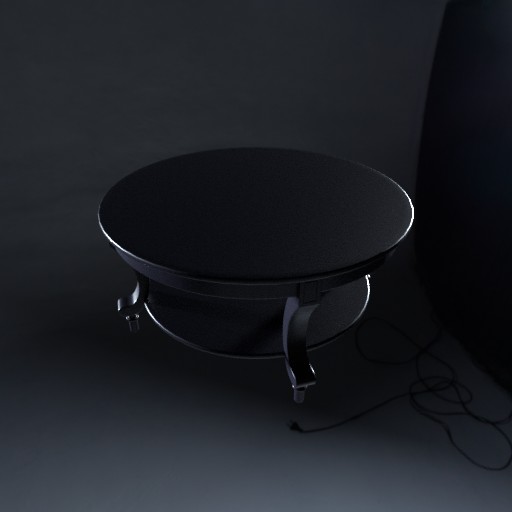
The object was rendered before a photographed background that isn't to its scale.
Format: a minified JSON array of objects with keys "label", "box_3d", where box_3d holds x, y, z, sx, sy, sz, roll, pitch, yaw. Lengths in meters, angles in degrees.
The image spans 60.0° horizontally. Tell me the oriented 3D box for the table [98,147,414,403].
[{"label":"table","box_3d":[0.000,0.000,1.629,1.029,0.491,1.029,0,31,0]}]
